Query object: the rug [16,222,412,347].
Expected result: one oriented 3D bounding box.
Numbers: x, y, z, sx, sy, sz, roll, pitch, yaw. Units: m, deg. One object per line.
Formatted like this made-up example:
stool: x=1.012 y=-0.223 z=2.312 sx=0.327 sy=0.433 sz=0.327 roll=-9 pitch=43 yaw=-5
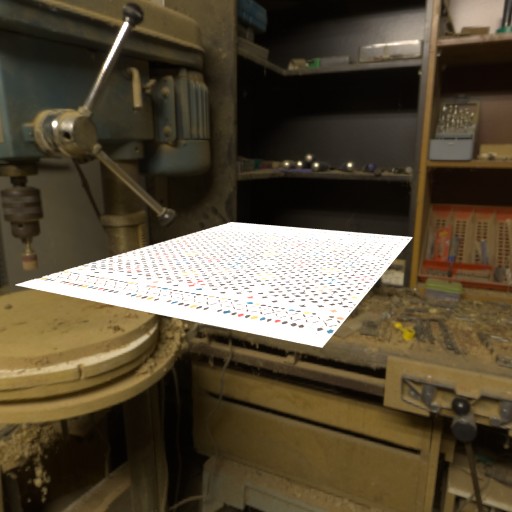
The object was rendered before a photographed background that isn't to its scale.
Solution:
rug: x=0.000 y=0.000 z=4.132 sx=2.354 sy=0.007 sz=3.196 roll=7 pitch=15 yaw=26
